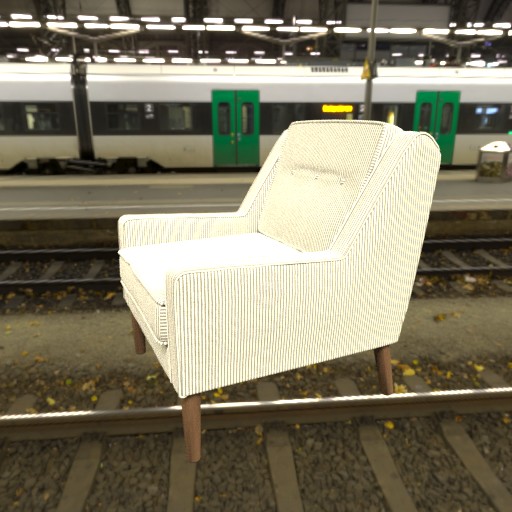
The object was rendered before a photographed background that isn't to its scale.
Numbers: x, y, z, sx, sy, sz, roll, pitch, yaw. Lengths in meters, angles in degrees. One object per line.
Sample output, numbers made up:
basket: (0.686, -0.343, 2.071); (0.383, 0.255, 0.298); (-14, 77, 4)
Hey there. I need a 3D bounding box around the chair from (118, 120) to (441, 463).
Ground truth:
chair: (0.000, 0.000, 1.347); (0.743, 0.792, 0.663); (-8, 19, -25)
